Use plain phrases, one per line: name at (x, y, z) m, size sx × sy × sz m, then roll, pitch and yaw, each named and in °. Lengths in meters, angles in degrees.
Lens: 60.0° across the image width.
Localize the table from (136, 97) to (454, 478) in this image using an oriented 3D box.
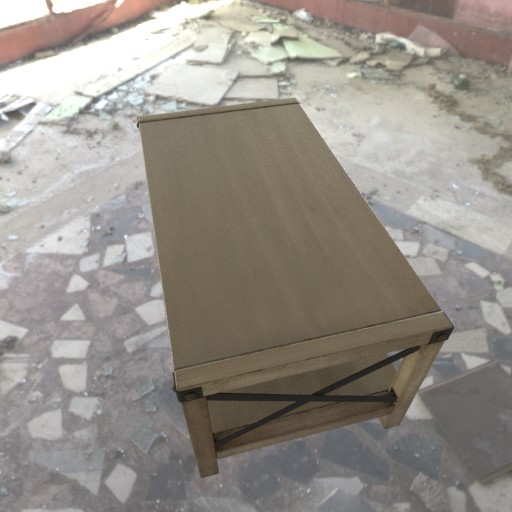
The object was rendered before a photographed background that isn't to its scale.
table at (0.000, 0.000, 1.318) m, size 0.559 × 0.456 × 1.016 m, roll -10°, pitch 47°, yaw -10°
